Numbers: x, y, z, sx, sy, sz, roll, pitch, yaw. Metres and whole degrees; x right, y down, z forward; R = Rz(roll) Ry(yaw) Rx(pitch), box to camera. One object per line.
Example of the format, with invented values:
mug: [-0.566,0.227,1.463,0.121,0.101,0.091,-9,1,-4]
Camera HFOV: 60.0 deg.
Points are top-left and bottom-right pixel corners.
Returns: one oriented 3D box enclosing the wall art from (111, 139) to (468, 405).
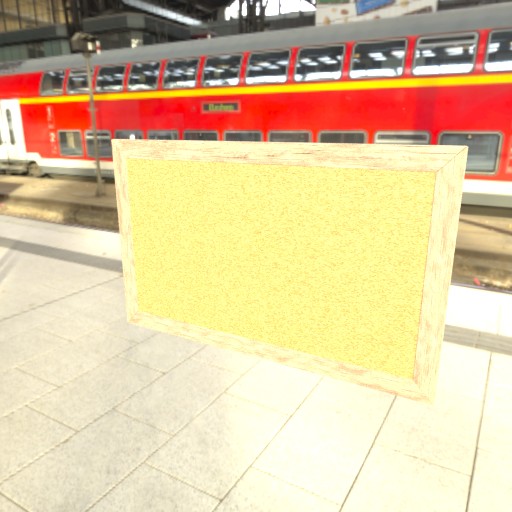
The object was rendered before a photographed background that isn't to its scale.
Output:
wall art: [0.000,0.000,0.963,0.780,0.480,0.021,9,19,27]
